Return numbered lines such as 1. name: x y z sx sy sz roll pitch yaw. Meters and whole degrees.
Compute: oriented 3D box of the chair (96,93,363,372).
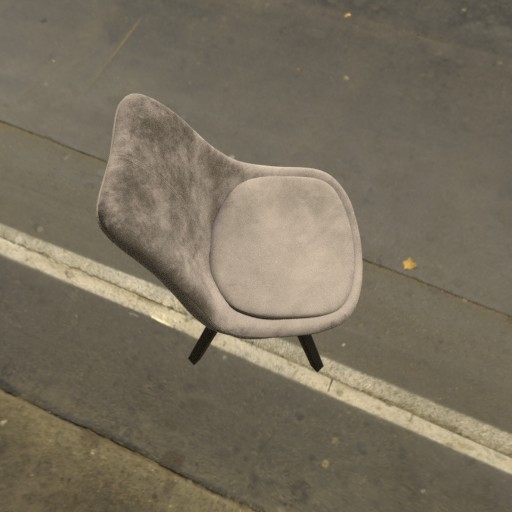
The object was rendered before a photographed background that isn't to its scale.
1. chair: 0.000 0.000 1.179 0.550 0.850 0.485 2 65 1
